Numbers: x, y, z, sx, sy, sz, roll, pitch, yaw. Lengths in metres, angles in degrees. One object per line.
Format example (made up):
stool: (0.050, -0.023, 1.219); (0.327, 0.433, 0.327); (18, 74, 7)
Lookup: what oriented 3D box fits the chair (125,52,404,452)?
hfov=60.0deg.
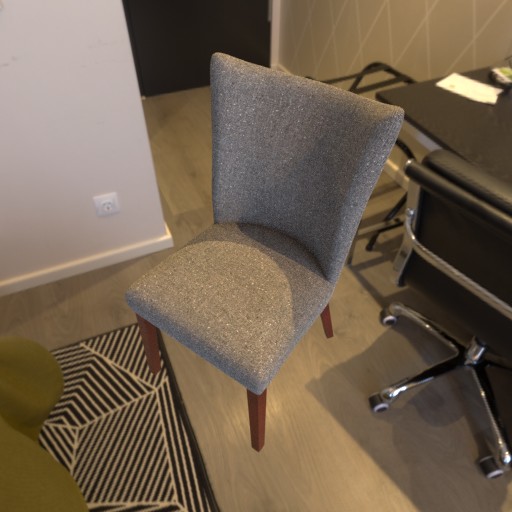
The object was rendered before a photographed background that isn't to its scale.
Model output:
chair: (0.000, 0.000, 1.286); (0.535, 0.924, 0.623); (28, 52, 24)
